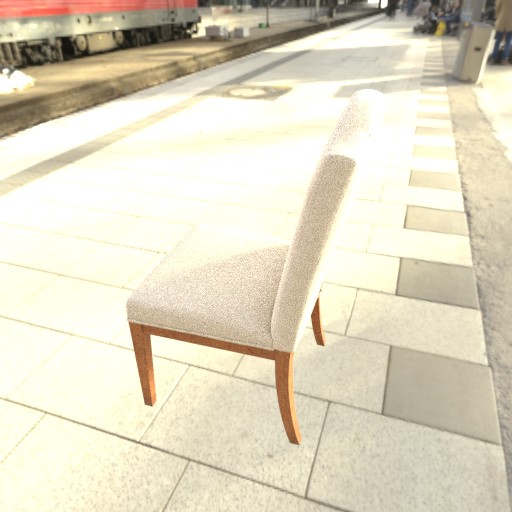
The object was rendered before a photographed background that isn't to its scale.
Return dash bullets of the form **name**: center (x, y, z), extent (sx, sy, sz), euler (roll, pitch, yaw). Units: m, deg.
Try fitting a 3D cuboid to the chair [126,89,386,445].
- **chair**: center (0.000, 0.000, 1.383), extent (0.648, 1.012, 0.534), euler (9, 32, 15)
